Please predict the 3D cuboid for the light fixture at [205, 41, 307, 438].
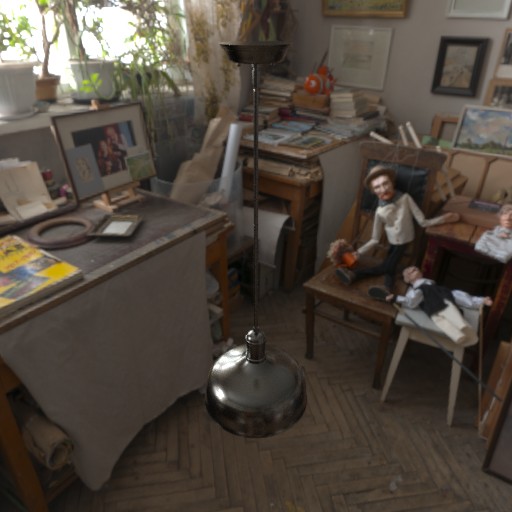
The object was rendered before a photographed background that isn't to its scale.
[{"bbox_3d":[0.000,0.000,1.078,0.299,0.935,0.299,-1,29,-3],"label":"light fixture"}]
